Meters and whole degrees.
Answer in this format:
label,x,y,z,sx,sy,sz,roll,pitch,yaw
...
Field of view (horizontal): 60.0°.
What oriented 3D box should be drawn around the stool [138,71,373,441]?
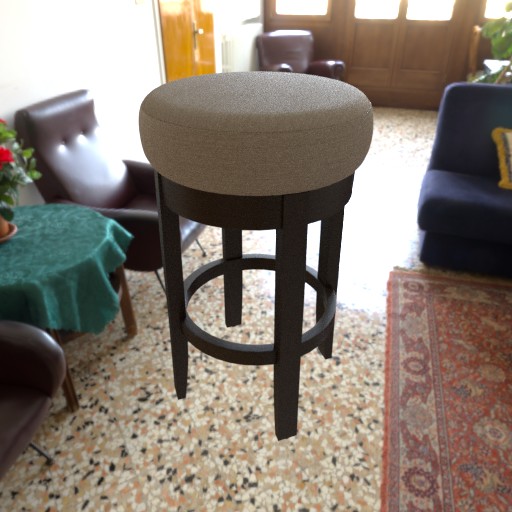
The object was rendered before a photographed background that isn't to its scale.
label,x,y,z,sx,sy,sz,roll,pitch,yaw
stool,0.000,0.000,1.019,0.443,0.757,0.443,0,32,0
